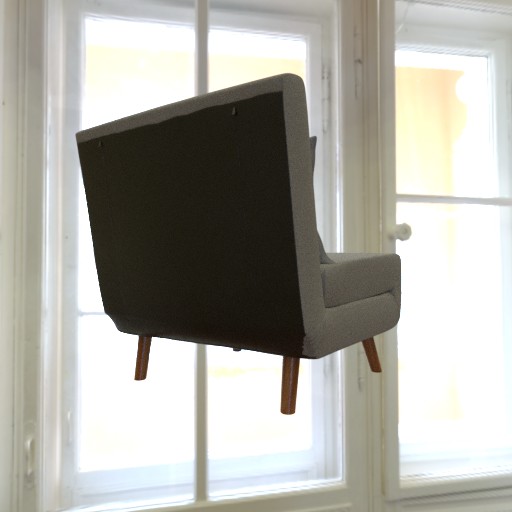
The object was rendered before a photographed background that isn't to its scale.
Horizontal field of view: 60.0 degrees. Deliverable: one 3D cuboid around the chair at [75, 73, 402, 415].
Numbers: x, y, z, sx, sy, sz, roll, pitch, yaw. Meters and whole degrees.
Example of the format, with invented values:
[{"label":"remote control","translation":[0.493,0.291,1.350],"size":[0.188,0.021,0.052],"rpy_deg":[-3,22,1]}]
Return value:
[{"label":"chair","translation":[0.000,0.000,1.507],"size":[0.770,0.808,0.902],"rpy_deg":[-1,-1,35]}]
